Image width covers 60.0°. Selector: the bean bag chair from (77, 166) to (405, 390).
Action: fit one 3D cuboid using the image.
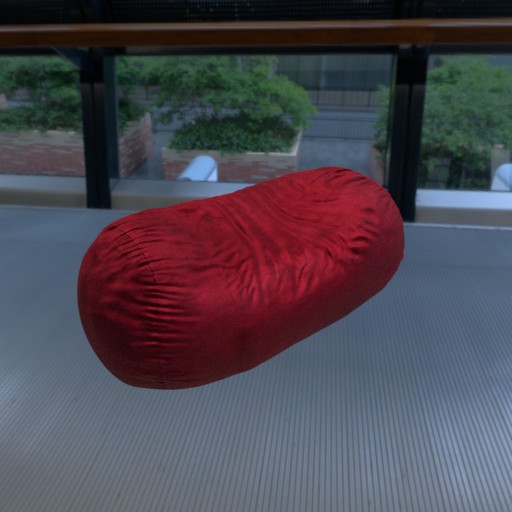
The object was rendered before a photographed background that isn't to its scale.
[{"bbox_3d":[0.000,0.000,2.939,2.293,0.867,1.216,-20,35,-32],"label":"bean bag chair"}]
